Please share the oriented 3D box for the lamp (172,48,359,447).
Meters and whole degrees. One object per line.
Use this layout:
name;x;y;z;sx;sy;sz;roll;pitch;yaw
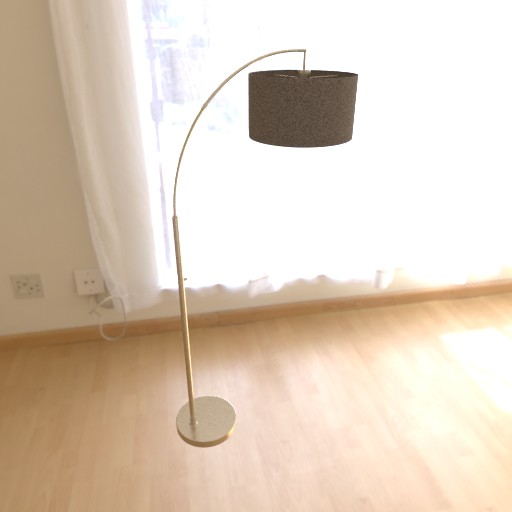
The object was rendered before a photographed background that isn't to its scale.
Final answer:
lamp;0.000;0.000;2.054;0.934;1.735;0.452;-18;32;-32
